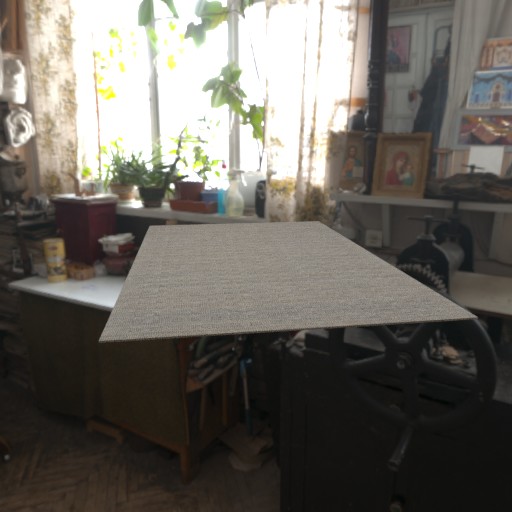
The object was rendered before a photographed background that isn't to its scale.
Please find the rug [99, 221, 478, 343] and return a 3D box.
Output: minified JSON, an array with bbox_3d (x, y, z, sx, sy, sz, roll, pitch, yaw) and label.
[{"bbox_3d":[0.000,0.000,2.143,1.142,0.006,1.752,-2,15,-8],"label":"rug"}]
